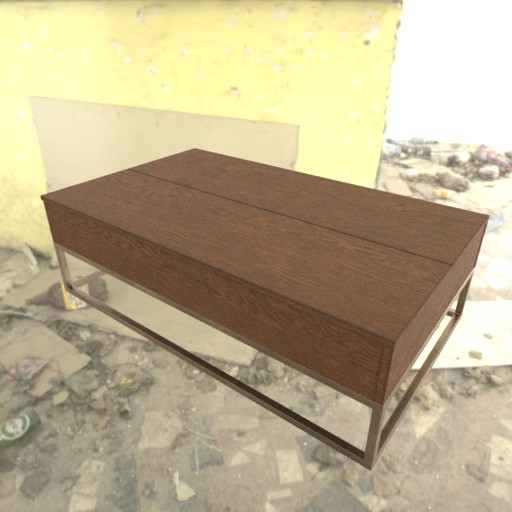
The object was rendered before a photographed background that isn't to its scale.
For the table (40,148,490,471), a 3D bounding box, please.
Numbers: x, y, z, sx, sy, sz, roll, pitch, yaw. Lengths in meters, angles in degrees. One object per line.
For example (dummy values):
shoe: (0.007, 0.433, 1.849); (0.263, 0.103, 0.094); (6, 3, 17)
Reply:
table: (0.000, 0.000, 1.428); (1.167, 0.361, 0.719); (20, 35, 32)
